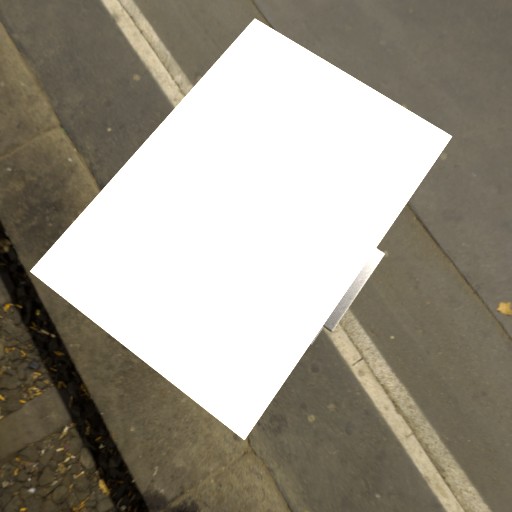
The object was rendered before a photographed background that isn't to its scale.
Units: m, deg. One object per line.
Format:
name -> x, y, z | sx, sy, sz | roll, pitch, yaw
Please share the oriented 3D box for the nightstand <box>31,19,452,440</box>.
nightstand -> 0.000, 0.000, 0.757 | 0.325, 0.460, 0.441 | 35, 77, 9
